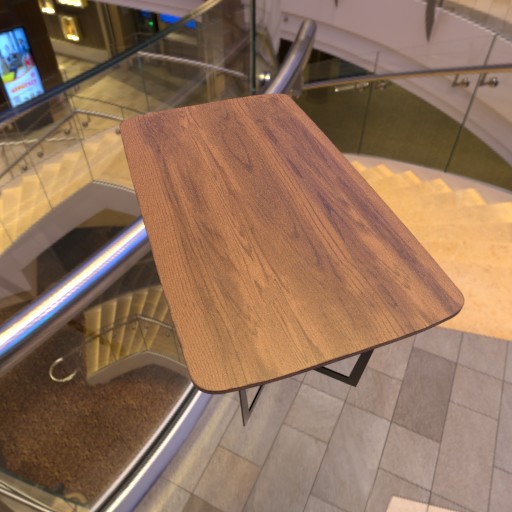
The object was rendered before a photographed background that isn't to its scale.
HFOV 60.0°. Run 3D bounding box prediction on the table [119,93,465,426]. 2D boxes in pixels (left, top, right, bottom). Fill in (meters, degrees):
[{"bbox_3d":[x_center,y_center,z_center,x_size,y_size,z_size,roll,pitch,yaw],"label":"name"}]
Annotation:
[{"bbox_3d":[0.000,0.000,2.129,0.949,0.765,1.643,-15,48,-14],"label":"table"}]
